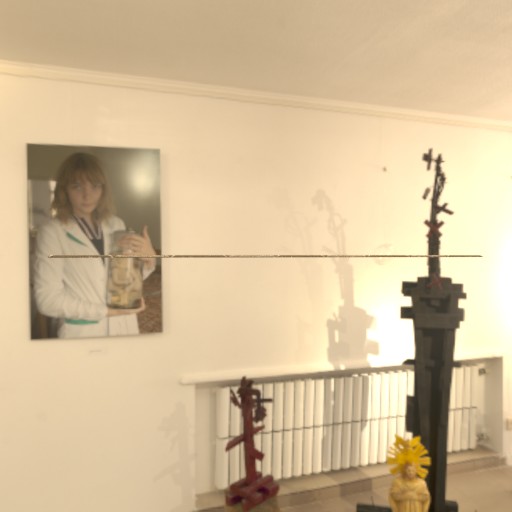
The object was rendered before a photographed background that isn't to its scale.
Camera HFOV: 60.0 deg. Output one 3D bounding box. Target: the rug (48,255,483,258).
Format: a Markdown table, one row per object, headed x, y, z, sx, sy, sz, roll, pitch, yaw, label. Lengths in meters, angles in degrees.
| x | y | z | sx | sy | sz | roll | pitch | yaw | label |
| --- | --- | --- | --- | --- | --- | --- | --- | --- | --- |
| 0.000 | 0.000 | 3.087 | 2.457 | 0.012 | 1.541 | 0 | 0 | -18 | rug |
